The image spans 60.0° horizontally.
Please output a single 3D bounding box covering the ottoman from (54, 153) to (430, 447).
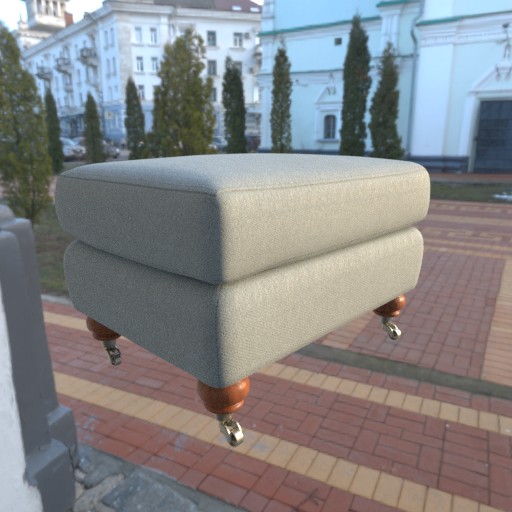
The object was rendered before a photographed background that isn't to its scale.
[{"bbox_3d":[0.000,0.000,1.117,0.569,0.499,0.773,14,20,42],"label":"ottoman"}]
